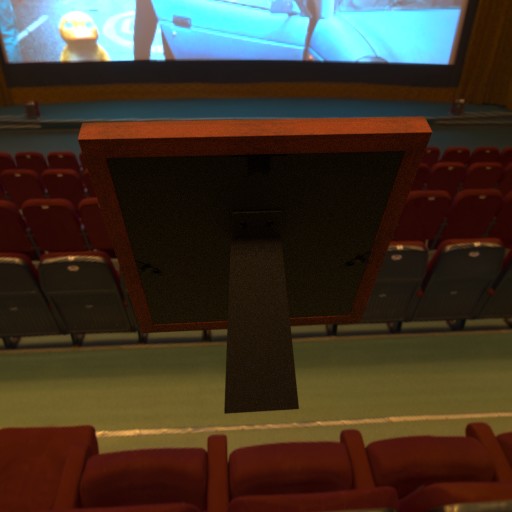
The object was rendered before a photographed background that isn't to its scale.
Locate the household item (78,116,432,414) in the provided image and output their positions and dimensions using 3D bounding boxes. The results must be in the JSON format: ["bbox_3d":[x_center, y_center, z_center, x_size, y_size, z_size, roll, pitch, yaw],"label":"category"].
[{"bbox_3d":[0.000,0.000,0.384,0.240,0.240,0.131,-2,30,-4],"label":"household item"}]
